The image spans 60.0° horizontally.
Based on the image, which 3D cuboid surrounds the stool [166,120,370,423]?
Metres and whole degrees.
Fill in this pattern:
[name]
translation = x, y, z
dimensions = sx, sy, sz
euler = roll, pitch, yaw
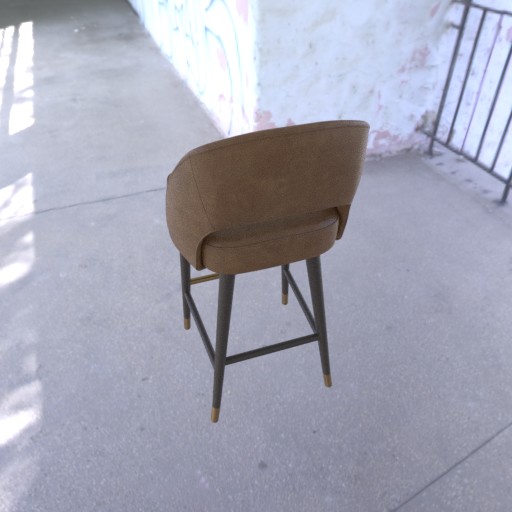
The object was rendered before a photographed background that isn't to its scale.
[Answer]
[stool]
translation = 0.000, 0.000, 1.360
dimensions = 0.494, 1.037, 0.509
euler = -12, 42, -14
